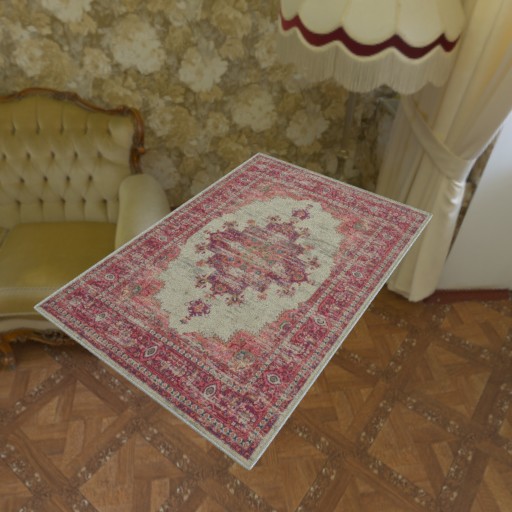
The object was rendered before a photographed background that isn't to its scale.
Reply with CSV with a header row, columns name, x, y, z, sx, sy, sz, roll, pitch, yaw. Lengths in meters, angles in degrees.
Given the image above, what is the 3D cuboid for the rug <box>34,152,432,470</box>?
name,x,y,z,sx,sy,sz,roll,pitch,yaw
rug,0.000,0.000,3.712,2.005,0.014,2.878,26,48,26
